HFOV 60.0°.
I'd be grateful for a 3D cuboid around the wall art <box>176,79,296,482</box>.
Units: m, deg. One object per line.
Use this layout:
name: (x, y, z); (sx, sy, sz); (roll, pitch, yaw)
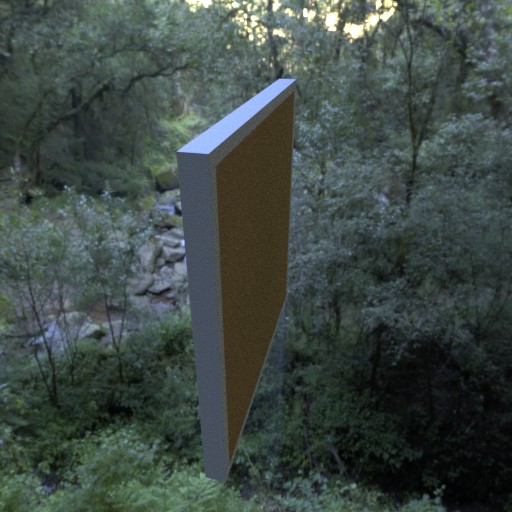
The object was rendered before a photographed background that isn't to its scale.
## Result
wall art: (0.000, 0.000, 0.464); (0.020, 0.307, 0.307); (7, 30, 12)
